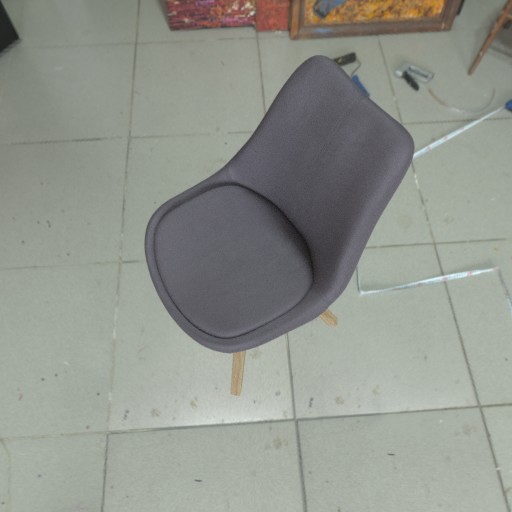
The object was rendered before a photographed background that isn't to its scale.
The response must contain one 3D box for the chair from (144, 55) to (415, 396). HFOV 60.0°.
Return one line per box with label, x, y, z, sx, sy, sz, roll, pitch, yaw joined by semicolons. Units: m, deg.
chair;0.000;0.000;1.191;0.547;0.865;0.483;-31;68;-14
